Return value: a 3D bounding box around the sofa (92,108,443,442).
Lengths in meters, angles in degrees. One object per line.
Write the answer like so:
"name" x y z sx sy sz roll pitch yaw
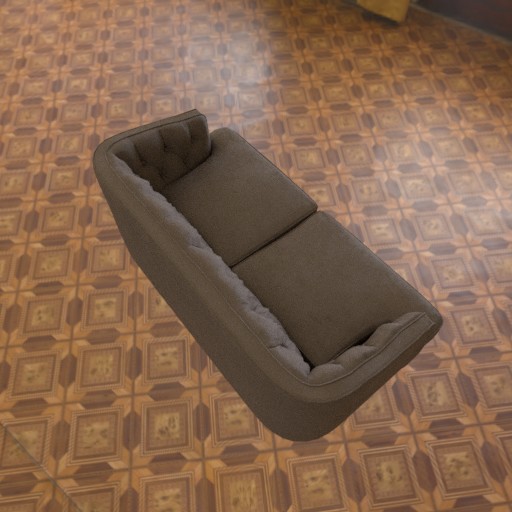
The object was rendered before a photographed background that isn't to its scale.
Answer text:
"sofa" 0.000 0.000 2.296 0.941 0.855 1.733 -34 63 -20
